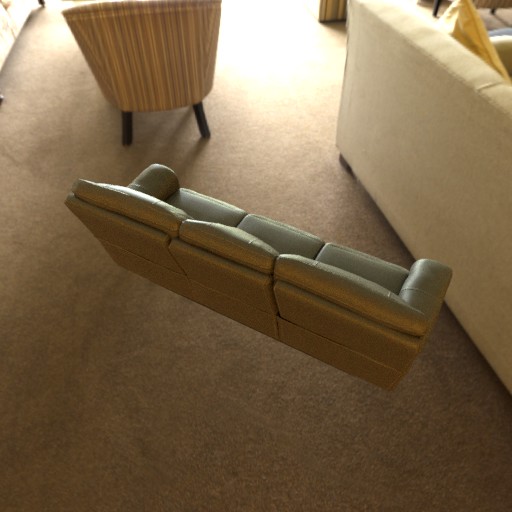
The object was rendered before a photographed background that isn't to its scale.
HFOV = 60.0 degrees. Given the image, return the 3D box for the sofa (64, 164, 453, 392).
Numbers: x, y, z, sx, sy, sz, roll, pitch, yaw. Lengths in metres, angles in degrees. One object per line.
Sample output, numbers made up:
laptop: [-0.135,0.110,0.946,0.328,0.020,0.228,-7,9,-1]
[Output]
sofa: [0.000,0.000,3.310,2.627,1.134,1.104,22,49,20]
